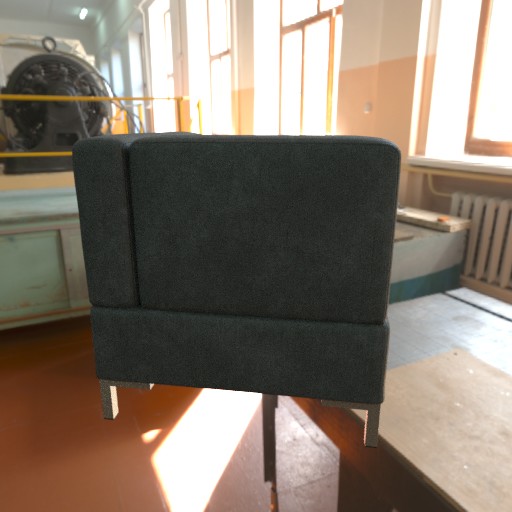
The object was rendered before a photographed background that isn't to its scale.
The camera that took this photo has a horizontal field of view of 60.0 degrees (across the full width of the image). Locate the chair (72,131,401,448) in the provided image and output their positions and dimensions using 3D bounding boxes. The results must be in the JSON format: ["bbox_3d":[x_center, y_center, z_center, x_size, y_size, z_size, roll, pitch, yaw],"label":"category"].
[{"bbox_3d":[0.000,0.000,1.230,0.680,0.660,0.680,3,17,9],"label":"chair"}]
